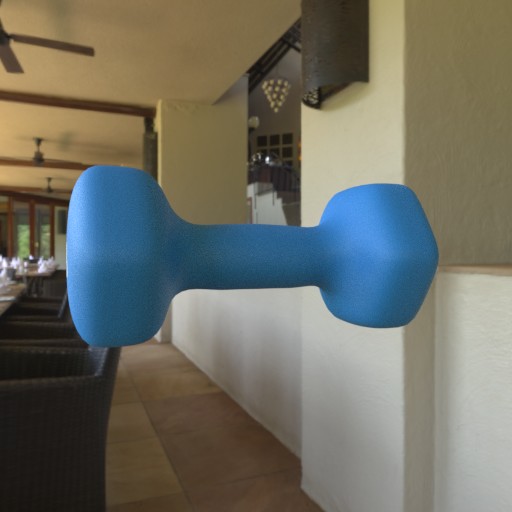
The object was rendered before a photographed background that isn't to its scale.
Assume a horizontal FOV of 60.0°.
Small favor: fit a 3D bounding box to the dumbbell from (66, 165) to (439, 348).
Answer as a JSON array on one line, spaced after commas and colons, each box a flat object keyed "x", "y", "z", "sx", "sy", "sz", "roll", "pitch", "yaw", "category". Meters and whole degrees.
[{"x": 0.000, "y": 0.000, "z": 0.193, "sx": 0.152, "sy": 0.066, "sz": 0.074, "roll": 0, "pitch": 0, "yaw": -19, "category": "dumbbell"}]
